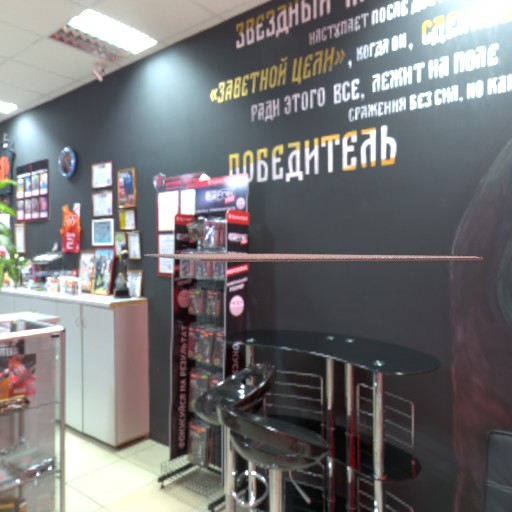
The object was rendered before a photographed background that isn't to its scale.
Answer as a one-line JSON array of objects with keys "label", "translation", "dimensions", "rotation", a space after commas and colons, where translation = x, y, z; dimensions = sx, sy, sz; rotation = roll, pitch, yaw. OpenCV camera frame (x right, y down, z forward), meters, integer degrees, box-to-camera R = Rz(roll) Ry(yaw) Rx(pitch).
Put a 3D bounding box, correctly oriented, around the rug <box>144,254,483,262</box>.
[{"label": "rug", "translation": [0.000, 0.000, 1.417], "dimensions": [0.604, 0.007, 1.219], "rotation": [0, 1, -19]}]
